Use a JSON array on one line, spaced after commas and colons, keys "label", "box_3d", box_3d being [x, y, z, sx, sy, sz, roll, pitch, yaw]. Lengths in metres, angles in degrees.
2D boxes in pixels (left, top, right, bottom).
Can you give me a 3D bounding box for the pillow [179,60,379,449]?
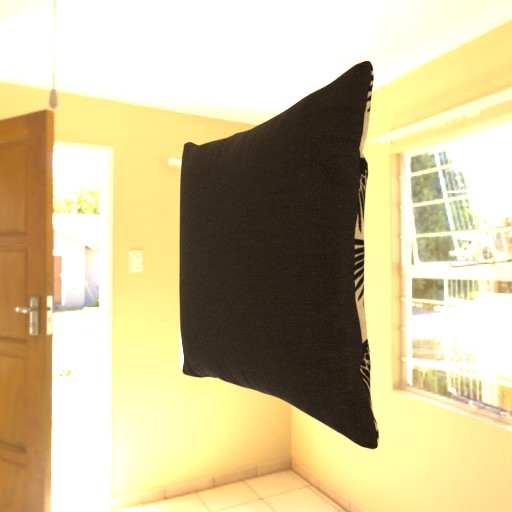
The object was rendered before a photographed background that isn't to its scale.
[{"label": "pillow", "box_3d": [0.000, 0.000, 0.659, 0.139, 0.432, 0.432, 1, -2, -37]}]
